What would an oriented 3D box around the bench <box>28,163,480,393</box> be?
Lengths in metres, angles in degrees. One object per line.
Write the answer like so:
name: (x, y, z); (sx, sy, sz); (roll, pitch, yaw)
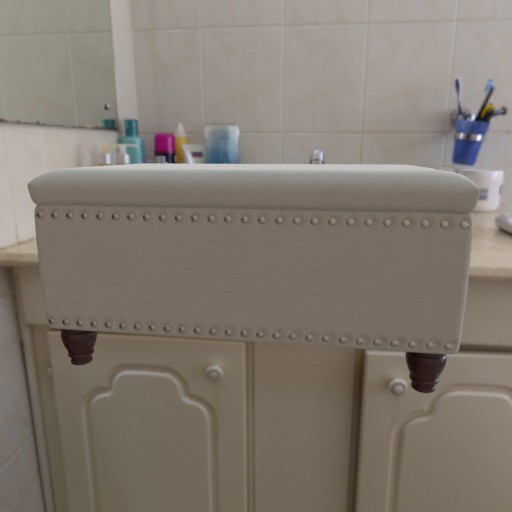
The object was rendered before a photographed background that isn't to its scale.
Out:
bench: (0.000, 0.000, 1.129); (0.887, 0.449, 0.500); (2, 13, 9)
